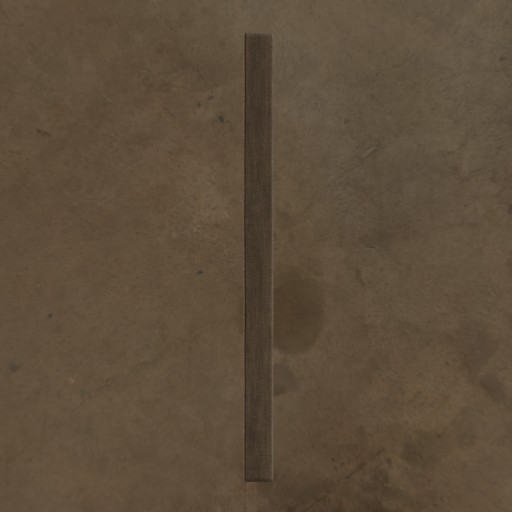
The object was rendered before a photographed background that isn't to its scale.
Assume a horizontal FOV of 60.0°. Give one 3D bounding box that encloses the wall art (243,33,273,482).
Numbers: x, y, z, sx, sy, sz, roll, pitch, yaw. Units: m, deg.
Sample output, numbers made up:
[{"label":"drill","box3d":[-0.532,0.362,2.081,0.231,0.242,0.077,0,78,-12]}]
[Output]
[{"label":"wall art","box3d":[0.000,0.000,1.113,0.050,0.751,0.749,0,91,-1]}]
